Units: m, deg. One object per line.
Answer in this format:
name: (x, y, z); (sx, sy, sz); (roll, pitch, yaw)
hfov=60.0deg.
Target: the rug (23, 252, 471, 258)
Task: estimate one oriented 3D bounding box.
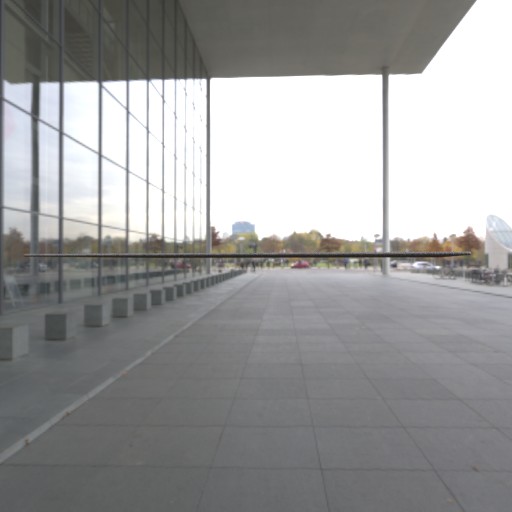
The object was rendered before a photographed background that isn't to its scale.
rug: (0.000, 0.000, 2.994); (2.438, 0.015, 1.524); (0, -1, 18)
